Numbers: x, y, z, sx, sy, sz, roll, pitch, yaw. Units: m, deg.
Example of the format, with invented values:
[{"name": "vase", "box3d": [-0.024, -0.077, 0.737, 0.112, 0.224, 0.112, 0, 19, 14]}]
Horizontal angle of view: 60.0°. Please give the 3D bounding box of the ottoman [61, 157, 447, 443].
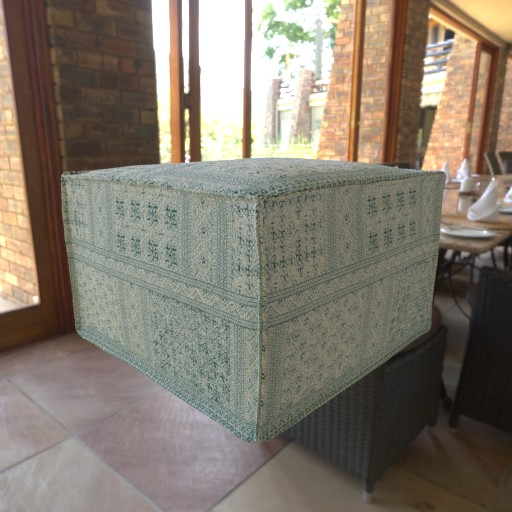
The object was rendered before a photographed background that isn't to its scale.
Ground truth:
[{"name": "ottoman", "box3d": [0.000, 0.000, 1.025, 0.617, 0.439, 0.626, 13, 19, 42]}]
